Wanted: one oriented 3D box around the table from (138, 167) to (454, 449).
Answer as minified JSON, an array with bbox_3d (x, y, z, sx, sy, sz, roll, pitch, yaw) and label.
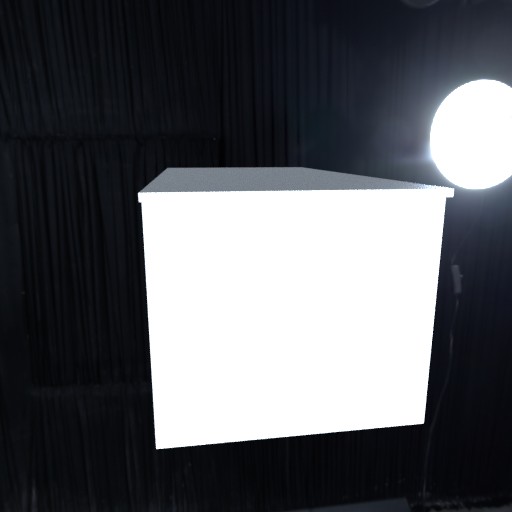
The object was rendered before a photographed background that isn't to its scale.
[{"bbox_3d":[0.000,0.000,1.215,0.500,0.441,1.000,-2,13,-8],"label":"table"}]
